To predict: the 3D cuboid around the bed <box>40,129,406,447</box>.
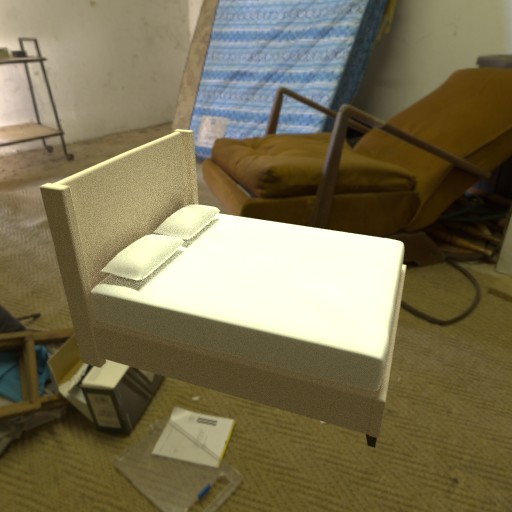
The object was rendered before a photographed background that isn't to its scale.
[{"bbox_3d":[0.000,0.000,3.544,2.293,1.471,1.778,10,30,18],"label":"bed"}]
